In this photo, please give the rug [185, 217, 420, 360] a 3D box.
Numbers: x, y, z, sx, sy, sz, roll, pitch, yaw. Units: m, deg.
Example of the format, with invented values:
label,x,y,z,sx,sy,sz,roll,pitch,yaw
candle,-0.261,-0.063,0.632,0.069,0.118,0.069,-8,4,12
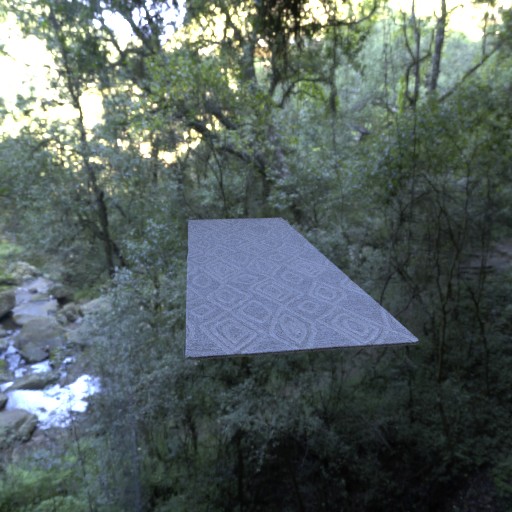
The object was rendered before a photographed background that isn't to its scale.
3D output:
label,x,y,z,sx,sy,sz,roll,pitch,yaw
rug,0.000,0.000,2.624,0.807,0.013,2.436,-2,15,-8
